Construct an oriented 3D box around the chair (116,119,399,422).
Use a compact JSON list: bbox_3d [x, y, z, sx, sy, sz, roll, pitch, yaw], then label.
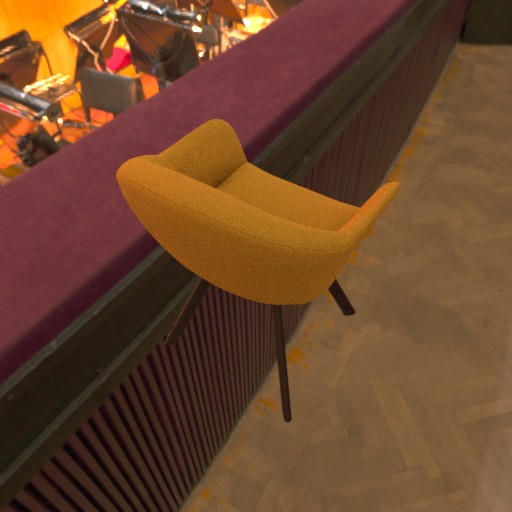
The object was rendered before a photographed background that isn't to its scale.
[{"bbox_3d":[0.000,0.000,1.185,0.545,0.775,0.565,26,52,23],"label":"chair"}]
